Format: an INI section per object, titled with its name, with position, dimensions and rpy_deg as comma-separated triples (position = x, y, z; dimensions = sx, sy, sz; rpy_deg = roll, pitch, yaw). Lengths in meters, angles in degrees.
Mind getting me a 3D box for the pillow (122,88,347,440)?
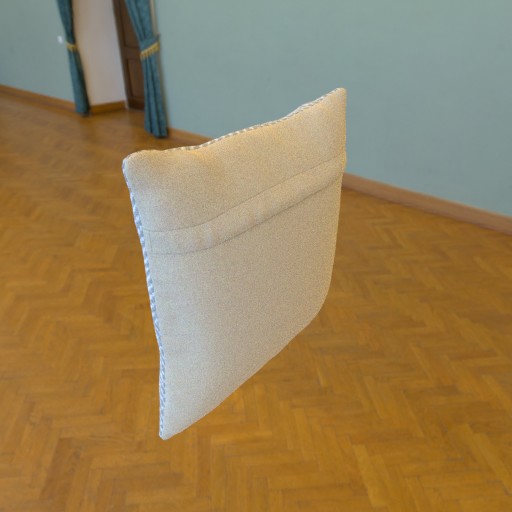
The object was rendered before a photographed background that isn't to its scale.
[pillow]
position = 0.000, 0.000, 0.717
dimensions = 0.181, 0.458, 0.459
rpy_deg = 22, 38, 32
